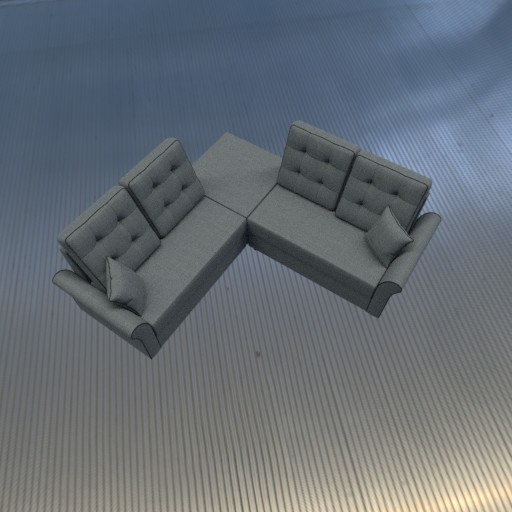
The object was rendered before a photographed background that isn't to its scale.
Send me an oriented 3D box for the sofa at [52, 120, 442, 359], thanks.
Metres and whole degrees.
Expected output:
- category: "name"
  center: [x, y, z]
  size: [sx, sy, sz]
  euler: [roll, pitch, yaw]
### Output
- category: "sofa"
  center: [0.000, 0.000, 3.344]
  size: [2.070, 0.988, 2.068]
  euler: [29, 61, 18]
